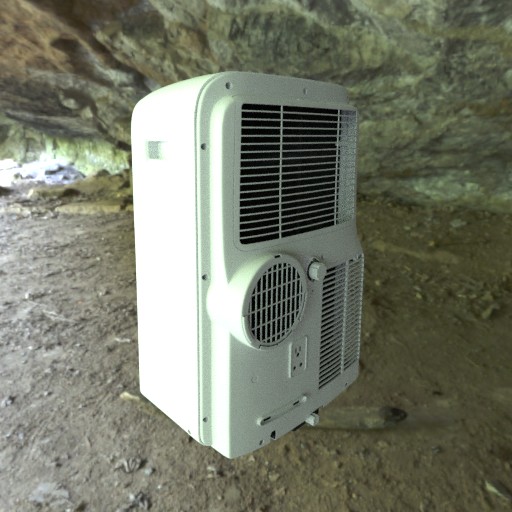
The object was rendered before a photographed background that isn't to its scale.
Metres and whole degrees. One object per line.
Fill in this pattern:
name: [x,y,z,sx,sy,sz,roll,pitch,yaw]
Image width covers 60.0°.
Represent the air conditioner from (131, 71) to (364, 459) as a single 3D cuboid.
air conditioner: [0.000,0.000,0.961,0.365,0.700,0.454,14,21,42]
